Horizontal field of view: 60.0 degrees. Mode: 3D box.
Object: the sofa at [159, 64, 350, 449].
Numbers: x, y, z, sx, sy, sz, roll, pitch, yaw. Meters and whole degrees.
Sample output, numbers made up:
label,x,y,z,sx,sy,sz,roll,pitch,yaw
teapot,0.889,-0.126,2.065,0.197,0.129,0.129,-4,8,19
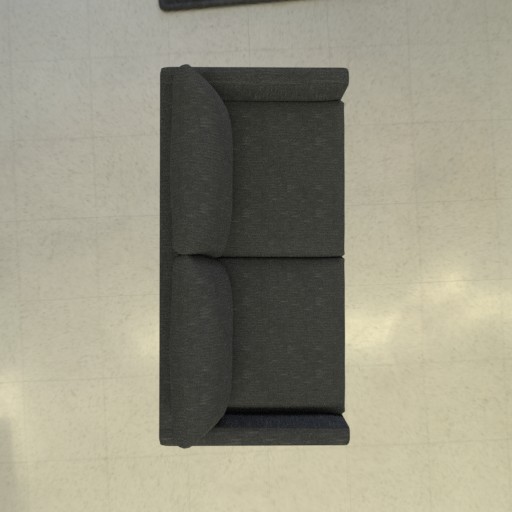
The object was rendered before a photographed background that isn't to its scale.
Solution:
label,x,y,z,sx,sy,sz,roll,pitch,yaw
sofa,0.000,0.000,2.160,0.866,0.862,1.716,0,89,0
